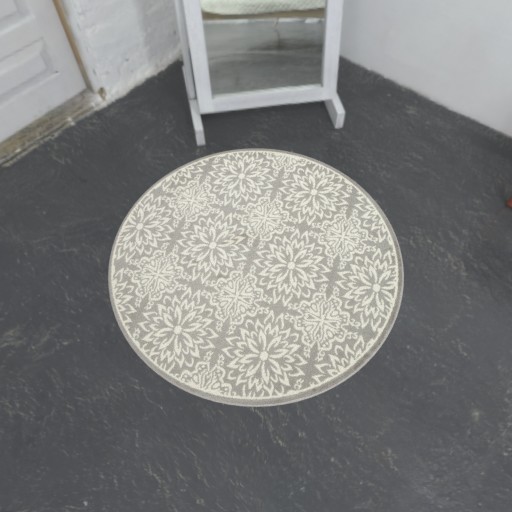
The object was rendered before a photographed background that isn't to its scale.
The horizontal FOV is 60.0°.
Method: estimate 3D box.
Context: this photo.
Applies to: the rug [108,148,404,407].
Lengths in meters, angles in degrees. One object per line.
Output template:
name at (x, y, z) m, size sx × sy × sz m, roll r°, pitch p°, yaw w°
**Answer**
rug at (0.000, 0.000, 2.422) m, size 1.593 × 0.012 × 1.593 m, roll 0°, pitch 59°, yaw 0°
